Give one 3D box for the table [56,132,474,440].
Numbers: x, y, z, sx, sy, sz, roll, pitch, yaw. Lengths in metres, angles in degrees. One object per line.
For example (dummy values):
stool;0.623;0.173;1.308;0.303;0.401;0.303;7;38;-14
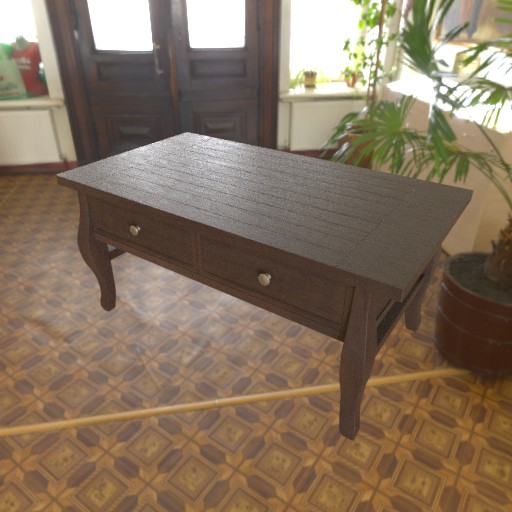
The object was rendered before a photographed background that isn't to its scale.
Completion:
table;0.000;0.000;1.405;1.062;0.494;0.600;19;36;29
